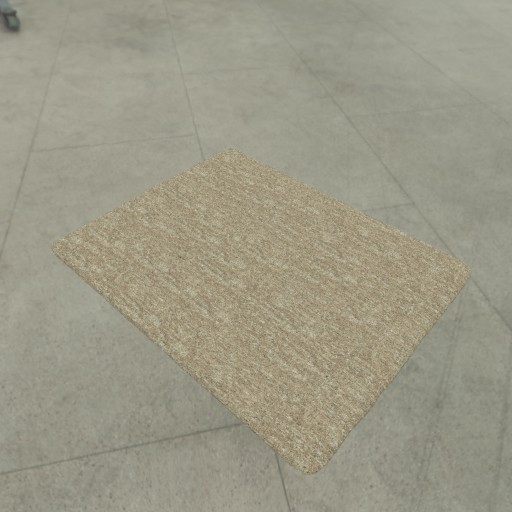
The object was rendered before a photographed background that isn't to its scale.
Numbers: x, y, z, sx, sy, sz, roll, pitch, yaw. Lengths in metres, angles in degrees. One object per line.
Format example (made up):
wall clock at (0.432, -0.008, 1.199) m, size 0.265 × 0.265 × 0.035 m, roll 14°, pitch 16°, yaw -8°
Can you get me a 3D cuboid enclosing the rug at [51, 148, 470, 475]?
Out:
rug at (0.000, 0.000, 3.713) m, size 2.873 × 0.050 × 2.242 m, roll 32°, pitch 53°, yaw 29°
